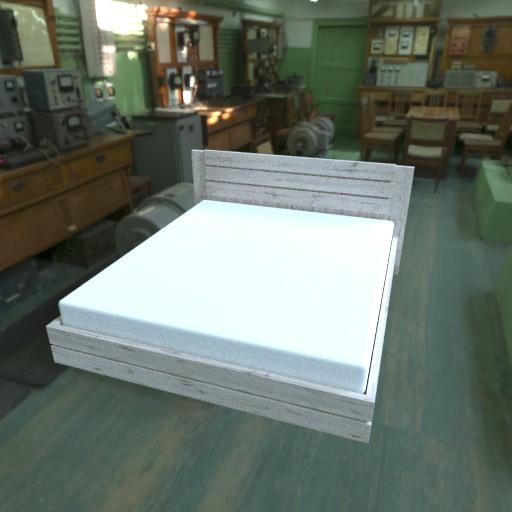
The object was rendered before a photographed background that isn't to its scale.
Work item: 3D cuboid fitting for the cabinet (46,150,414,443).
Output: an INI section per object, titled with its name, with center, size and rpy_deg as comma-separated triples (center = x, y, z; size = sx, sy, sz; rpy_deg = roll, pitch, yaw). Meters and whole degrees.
[cabinet]
center = 0.000, 0.000, 3.128
size = 1.950, 0.970, 2.080
rpy_deg = 8, 27, 17
